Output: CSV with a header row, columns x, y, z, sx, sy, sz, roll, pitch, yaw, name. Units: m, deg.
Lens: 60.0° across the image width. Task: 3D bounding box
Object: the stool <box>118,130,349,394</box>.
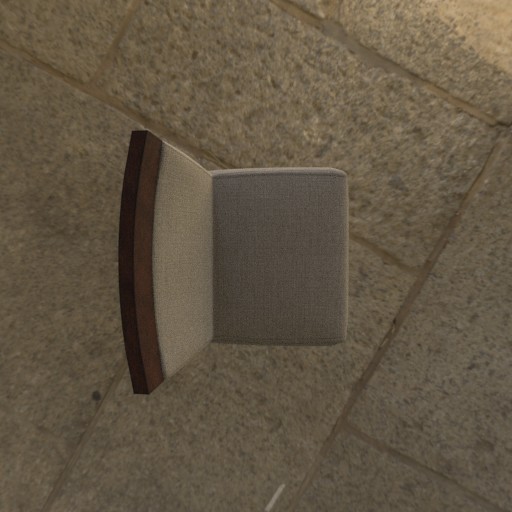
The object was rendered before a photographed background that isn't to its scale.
x,y,z,sx,sy,sz,roll,pitch,yaw,name
0.000,0.000,1.401,0.531,1.117,0.511,0,91,0,stool
